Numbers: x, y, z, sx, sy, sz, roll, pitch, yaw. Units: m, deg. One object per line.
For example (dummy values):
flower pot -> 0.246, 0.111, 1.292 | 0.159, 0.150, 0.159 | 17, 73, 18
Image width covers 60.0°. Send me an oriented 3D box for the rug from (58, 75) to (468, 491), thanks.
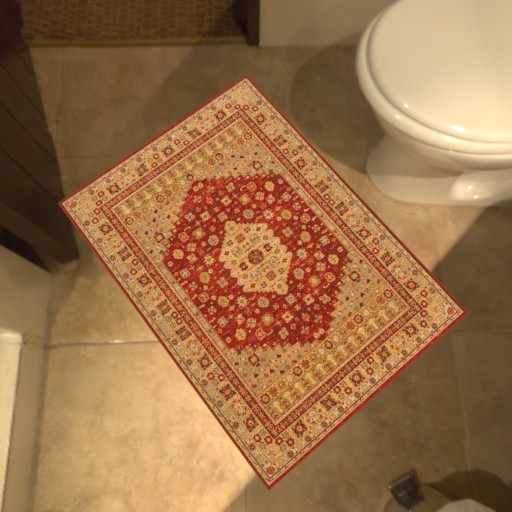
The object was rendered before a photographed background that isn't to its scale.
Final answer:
rug -> 0.000, 0.000, 2.841 | 1.593, 0.013, 2.211 | -38, 77, -10
